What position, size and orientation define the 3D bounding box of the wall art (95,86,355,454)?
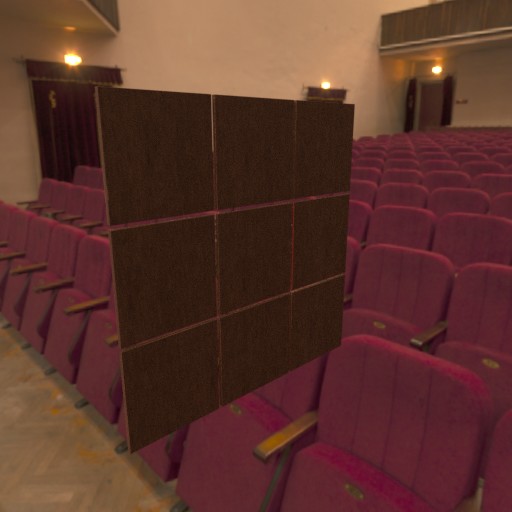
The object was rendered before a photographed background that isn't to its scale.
[{"bbox_3d":[0.000,0.000,1.354,0.915,0.914,0.013,-14,21,-41],"label":"wall art"}]
